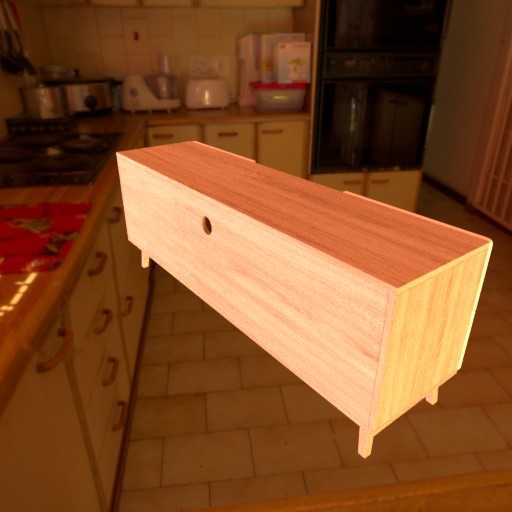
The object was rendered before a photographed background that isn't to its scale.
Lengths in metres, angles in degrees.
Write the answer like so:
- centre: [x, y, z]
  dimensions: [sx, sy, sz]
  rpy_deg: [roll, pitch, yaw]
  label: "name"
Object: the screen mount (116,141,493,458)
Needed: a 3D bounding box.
- centre: [0.000, 0.000, 1.686]
  dimensions: [0.420, 0.570, 1.500]
  rpy_deg: [-19, 32, -33]
  label: "screen mount"
